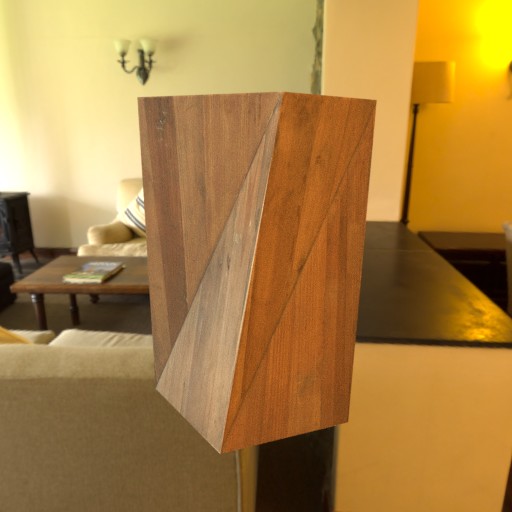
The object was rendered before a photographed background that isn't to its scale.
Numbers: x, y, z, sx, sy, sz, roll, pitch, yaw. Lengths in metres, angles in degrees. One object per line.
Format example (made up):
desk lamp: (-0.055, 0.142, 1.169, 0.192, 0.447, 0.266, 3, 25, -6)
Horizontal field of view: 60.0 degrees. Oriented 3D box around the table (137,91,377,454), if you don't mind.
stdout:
table: (0.000, 0.000, 0.912, 0.425, 0.604, 0.441, -15, 22, -42)
